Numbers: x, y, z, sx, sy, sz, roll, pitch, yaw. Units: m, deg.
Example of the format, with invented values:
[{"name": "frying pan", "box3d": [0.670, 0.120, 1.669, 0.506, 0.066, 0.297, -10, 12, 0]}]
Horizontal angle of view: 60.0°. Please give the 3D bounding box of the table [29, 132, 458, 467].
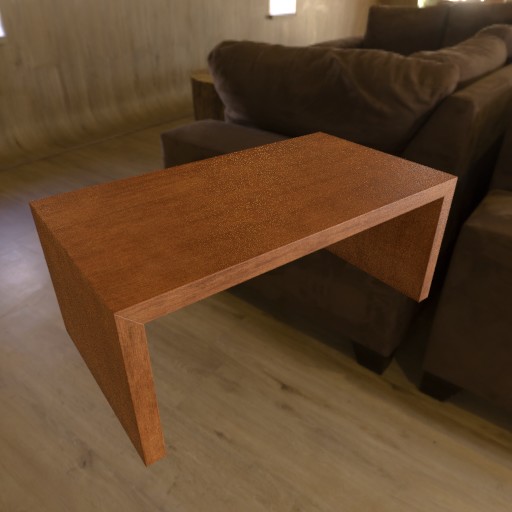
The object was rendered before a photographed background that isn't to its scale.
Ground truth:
[{"name": "table", "box3d": [0.000, 0.000, 1.277, 1.000, 0.419, 0.549, -22, 38, -31]}]
